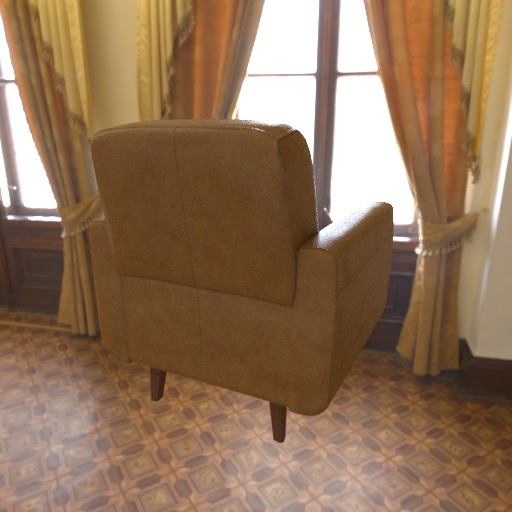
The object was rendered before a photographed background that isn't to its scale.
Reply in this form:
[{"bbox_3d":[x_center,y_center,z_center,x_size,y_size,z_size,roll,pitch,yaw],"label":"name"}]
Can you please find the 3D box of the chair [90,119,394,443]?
[{"bbox_3d":[0.000,0.000,1.643,0.845,0.968,0.942,8,19,25],"label":"chair"}]
